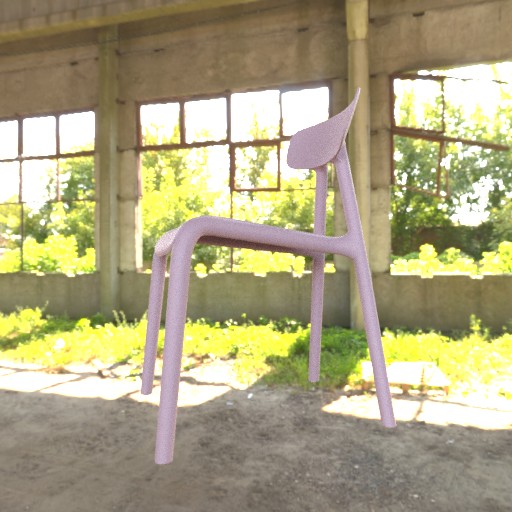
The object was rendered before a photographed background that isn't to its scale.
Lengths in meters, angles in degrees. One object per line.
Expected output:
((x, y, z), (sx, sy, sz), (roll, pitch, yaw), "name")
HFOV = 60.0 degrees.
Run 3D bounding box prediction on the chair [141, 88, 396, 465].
((0.000, 0.000, 0.836), (0.401, 0.580, 0.356), (0, -1, -18), "chair")
